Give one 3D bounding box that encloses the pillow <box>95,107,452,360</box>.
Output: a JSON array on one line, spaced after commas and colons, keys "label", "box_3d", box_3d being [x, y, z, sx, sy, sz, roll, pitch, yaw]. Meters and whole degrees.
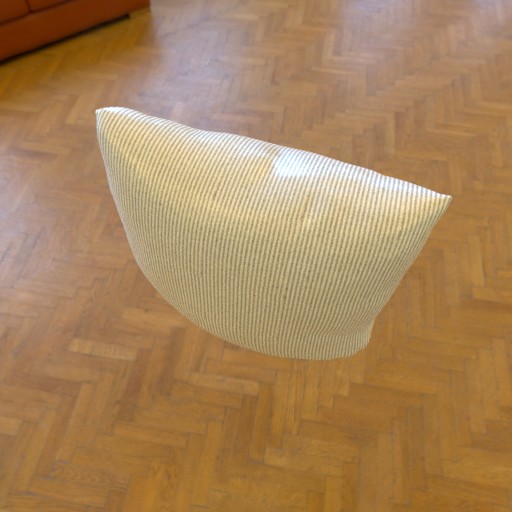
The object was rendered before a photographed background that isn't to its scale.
[{"label": "pillow", "box_3d": [0.000, 0.000, 0.695, 0.310, 0.432, 0.387, -33, 64, -18]}]
